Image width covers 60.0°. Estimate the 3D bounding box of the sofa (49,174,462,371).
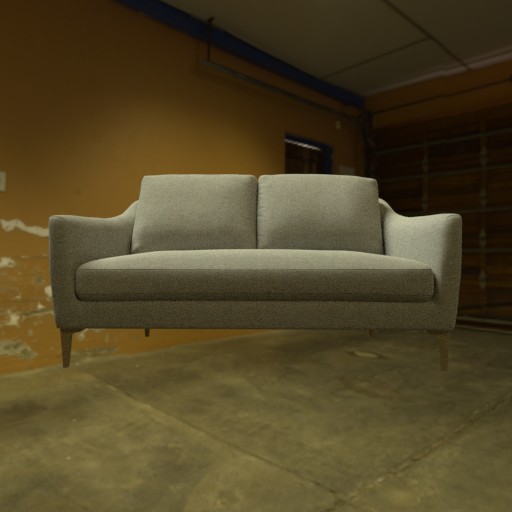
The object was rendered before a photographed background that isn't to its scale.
[{"bbox_3d":[0.000,0.000,2.177,1.619,0.904,0.960,0,-1,2],"label":"sofa"}]
